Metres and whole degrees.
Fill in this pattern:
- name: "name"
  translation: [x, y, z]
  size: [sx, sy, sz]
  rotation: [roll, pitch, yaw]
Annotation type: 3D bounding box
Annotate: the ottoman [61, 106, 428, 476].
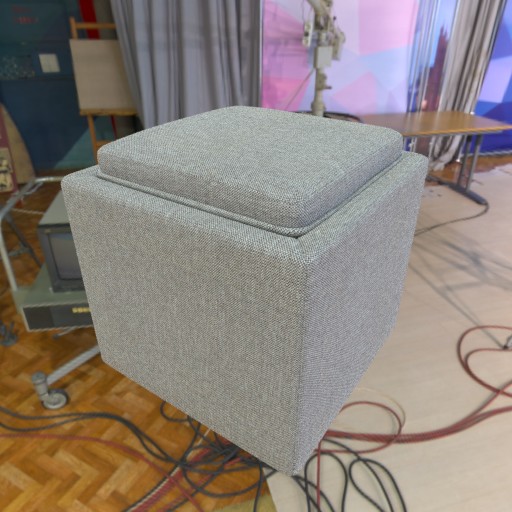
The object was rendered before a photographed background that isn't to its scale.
- name: "ottoman"
  translation: [0.000, 0.000, 0.823]
  size: [0.450, 0.460, 0.450]
  rotation: [19, 36, 29]
